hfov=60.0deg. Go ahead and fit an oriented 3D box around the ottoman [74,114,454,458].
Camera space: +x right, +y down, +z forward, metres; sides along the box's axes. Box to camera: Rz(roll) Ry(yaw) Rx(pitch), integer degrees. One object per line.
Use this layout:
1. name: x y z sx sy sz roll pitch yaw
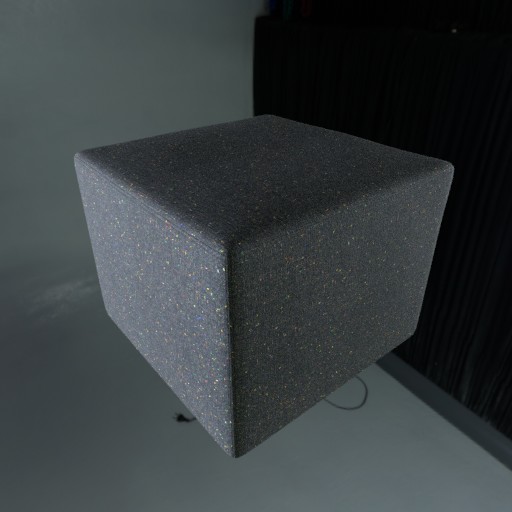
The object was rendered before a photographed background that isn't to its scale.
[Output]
1. ottoman: 0.000 0.000 0.895 0.508 0.432 0.508 -22 37 -33
